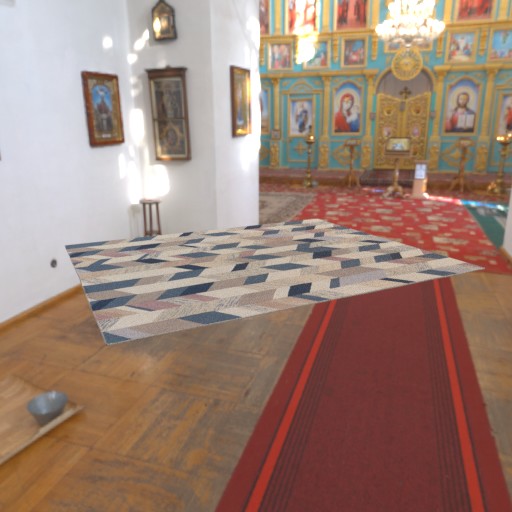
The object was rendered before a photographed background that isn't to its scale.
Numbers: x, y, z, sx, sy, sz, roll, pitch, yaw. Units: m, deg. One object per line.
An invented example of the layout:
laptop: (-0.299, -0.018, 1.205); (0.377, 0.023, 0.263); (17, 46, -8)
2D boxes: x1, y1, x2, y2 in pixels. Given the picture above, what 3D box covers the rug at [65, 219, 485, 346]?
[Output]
rug: (0.000, 0.000, 4.090); (3.072, 0.011, 2.451); (-8, 18, -26)
